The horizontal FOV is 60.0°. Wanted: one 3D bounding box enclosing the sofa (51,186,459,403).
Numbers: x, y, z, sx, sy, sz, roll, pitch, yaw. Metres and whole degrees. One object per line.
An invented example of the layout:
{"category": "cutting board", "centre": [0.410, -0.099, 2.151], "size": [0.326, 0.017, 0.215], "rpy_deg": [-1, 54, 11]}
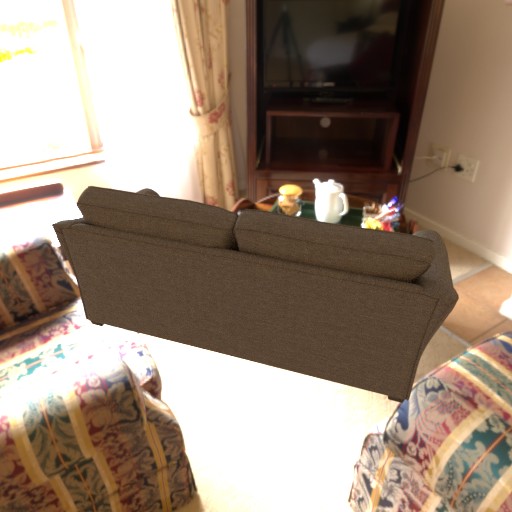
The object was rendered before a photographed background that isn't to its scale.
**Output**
{"category": "sofa", "centre": [0.000, 0.000, 2.819], "size": [2.270, 0.950, 0.971], "rpy_deg": [10, 34, 16]}
